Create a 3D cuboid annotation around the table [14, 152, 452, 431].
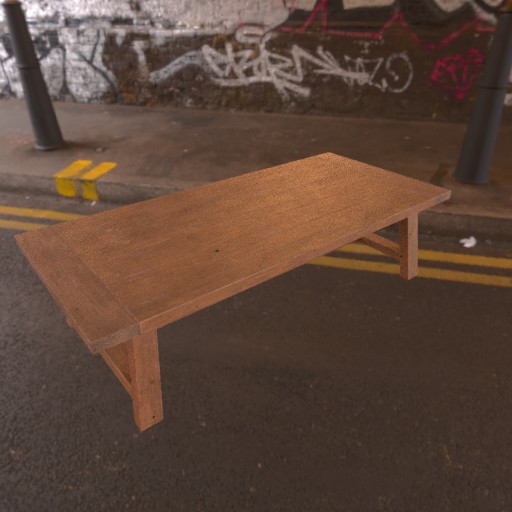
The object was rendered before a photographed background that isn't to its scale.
[{"bbox_3d":[0.000,0.000,2.081,1.800,0.465,0.820,-22,36,-33],"label":"table"}]
